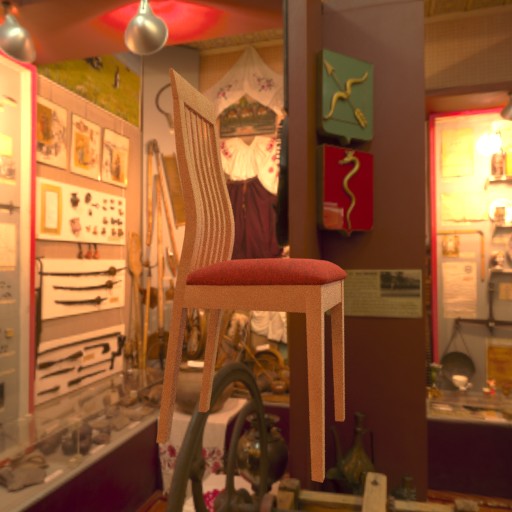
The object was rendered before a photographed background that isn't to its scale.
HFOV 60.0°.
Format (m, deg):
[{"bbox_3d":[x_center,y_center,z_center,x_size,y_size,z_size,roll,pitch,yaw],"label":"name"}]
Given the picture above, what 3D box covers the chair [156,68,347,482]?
[{"bbox_3d":[0.000,0.000,1.280,0.474,1.027,0.460,0,-1,18],"label":"chair"}]
